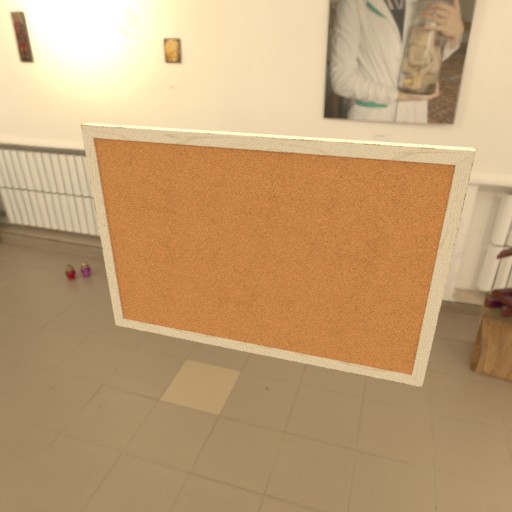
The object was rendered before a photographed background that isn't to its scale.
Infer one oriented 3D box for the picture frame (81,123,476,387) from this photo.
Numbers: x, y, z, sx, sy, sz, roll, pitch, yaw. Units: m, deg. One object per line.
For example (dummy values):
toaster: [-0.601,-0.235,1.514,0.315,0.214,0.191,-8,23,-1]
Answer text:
picture frame: [0.000,0.000,1.190,0.950,0.640,0.029,8,28,15]
